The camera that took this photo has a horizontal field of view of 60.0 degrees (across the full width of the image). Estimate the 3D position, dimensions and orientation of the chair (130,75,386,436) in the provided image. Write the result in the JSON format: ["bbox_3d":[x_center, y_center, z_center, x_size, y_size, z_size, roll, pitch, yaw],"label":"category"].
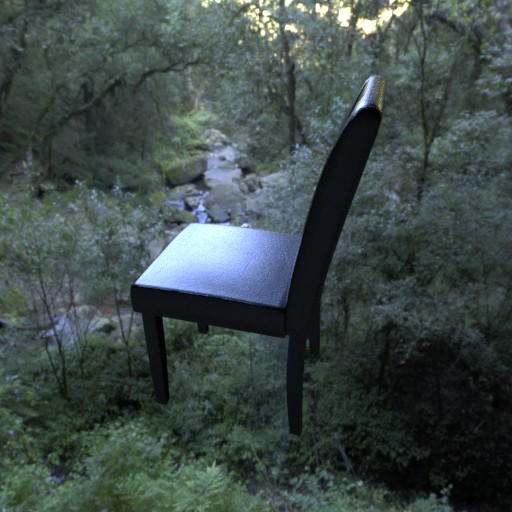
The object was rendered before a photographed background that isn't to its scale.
[{"bbox_3d":[0.000,0.000,1.196,0.556,0.897,0.399,8,31,13],"label":"chair"}]
